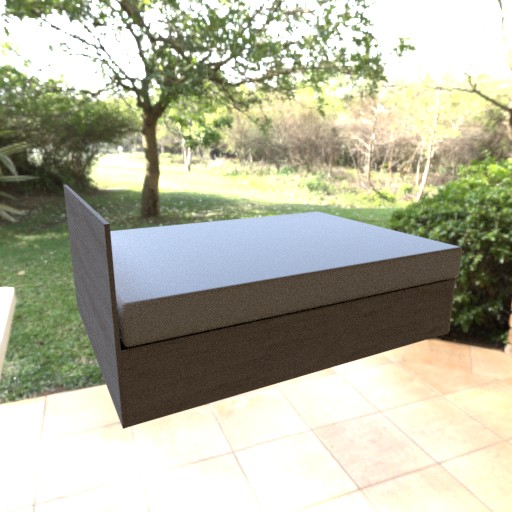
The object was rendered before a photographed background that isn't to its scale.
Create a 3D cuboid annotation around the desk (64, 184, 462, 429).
[{"bbox_3d":[0.000,0.000,2.624,1.900,0.800,1.400,-8,17,-27],"label":"desk"}]
